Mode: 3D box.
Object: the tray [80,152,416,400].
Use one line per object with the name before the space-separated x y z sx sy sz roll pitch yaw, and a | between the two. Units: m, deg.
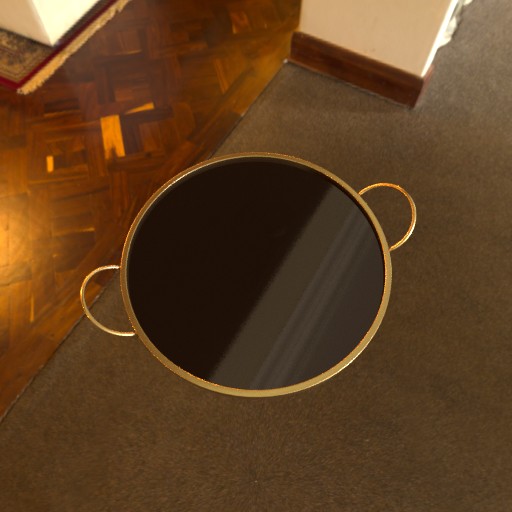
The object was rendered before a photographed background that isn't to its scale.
tray | 0.000 0.000 0.717 0.543 0.069 0.438 -17 64 -9
